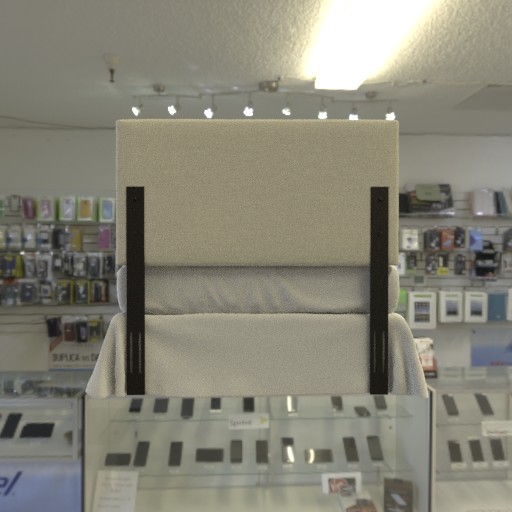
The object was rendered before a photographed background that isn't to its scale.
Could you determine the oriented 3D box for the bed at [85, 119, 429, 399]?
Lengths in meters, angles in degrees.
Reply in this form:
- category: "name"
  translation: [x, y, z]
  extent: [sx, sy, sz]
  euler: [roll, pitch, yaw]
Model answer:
- category: "bed"
  translation: [0.000, 0.000, 3.545]
  extent: [1.936, 1.577, 2.222]
  euler: [0, 0, 0]
